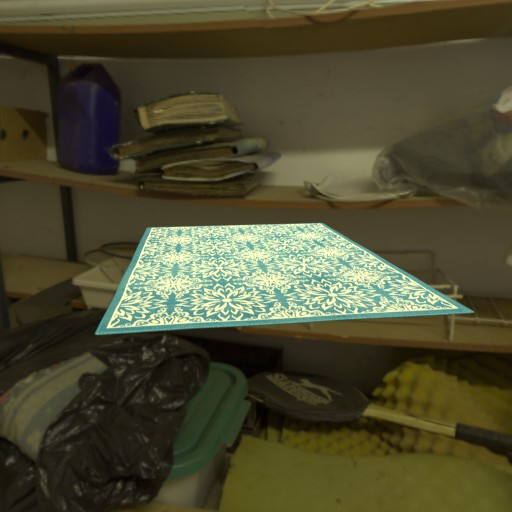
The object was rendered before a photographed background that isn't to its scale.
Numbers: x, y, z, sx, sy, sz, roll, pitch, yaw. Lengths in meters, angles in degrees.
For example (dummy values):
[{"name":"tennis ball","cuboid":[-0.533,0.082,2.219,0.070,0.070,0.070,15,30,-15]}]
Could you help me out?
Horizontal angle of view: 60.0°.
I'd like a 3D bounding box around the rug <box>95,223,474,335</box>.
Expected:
[{"name":"rug","cuboid":[0.000,0.000,2.833,1.554,0.012,2.205,-2,14,-8]}]
